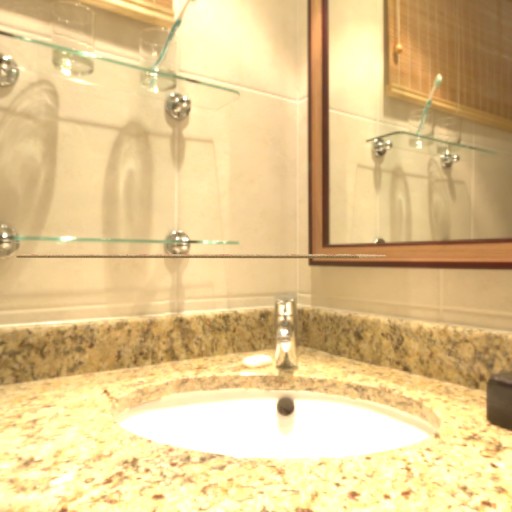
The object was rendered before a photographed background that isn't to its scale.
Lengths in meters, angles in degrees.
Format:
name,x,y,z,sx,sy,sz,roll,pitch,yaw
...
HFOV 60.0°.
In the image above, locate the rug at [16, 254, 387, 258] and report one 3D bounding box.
name,x,y,z,sx,sy,sz,roll,pitch,yaw
rug,0.000,0.000,3.404,1.819,0.018,2.746,0,0,19
